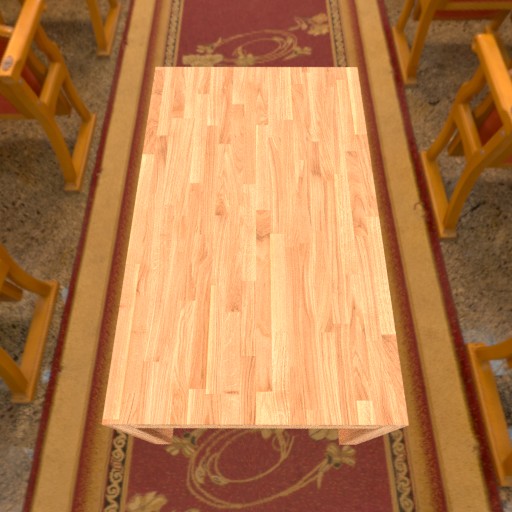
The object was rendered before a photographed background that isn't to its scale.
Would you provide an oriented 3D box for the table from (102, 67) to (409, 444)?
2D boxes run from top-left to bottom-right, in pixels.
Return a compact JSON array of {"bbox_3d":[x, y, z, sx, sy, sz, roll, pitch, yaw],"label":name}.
[{"bbox_3d":[0.000,0.000,1.980,0.900,0.770,1.500,0,63,0],"label":"table"}]
